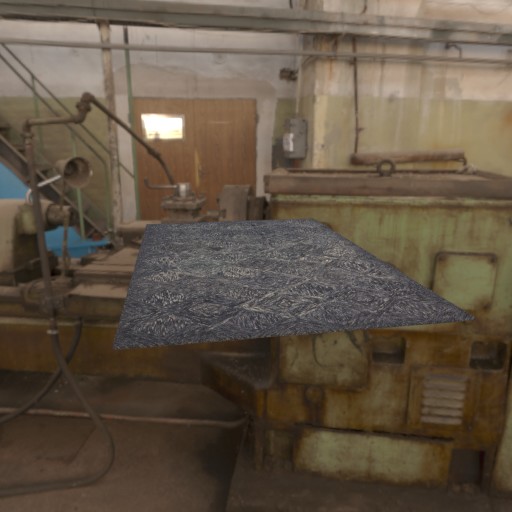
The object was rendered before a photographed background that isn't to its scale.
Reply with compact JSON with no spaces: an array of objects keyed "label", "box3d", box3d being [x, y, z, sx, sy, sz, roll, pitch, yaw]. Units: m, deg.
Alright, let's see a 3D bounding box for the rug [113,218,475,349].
[{"label":"rug","box3d":[0.000,0.000,2.166,1.139,0.010,1.754,-3,16,-10]}]
